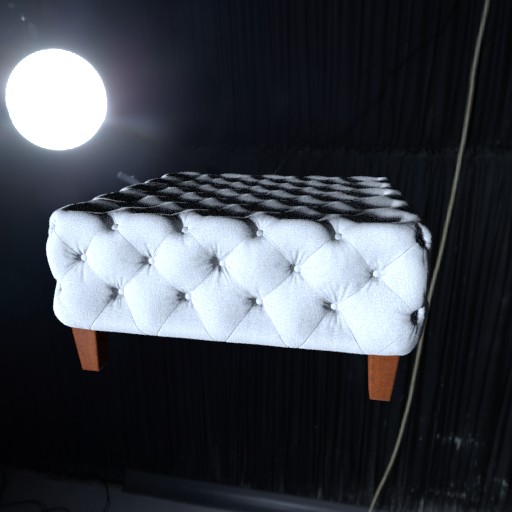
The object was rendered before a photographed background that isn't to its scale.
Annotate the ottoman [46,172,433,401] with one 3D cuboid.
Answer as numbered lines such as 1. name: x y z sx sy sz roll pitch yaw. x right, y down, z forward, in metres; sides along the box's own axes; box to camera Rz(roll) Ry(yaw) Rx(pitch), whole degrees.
1. ottoman: 0.000 0.000 1.176 0.764 0.365 0.758 3 17 10
